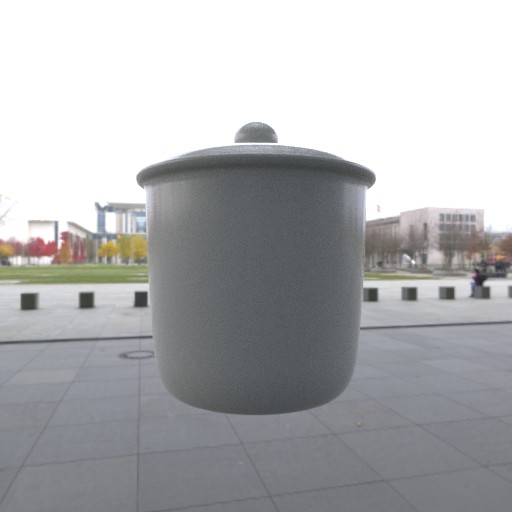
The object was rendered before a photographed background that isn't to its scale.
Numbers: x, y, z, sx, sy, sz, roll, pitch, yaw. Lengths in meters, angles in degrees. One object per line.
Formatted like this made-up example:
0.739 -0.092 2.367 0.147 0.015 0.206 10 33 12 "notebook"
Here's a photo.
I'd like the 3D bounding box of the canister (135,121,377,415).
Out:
0.000 0.000 0.345 0.182 0.208 0.182 0 -1 0 "canister"
